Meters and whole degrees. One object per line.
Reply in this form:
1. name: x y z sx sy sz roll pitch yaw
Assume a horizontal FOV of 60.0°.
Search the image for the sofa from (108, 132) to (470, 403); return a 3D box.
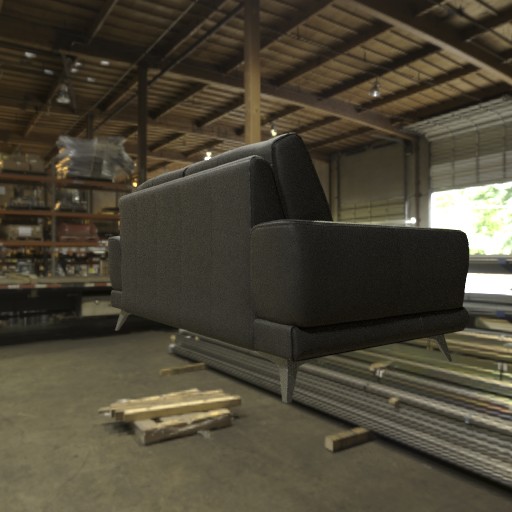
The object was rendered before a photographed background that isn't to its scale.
1. sofa: 0.000 0.000 2.310 1.018 0.907 1.806 0 0 -36
